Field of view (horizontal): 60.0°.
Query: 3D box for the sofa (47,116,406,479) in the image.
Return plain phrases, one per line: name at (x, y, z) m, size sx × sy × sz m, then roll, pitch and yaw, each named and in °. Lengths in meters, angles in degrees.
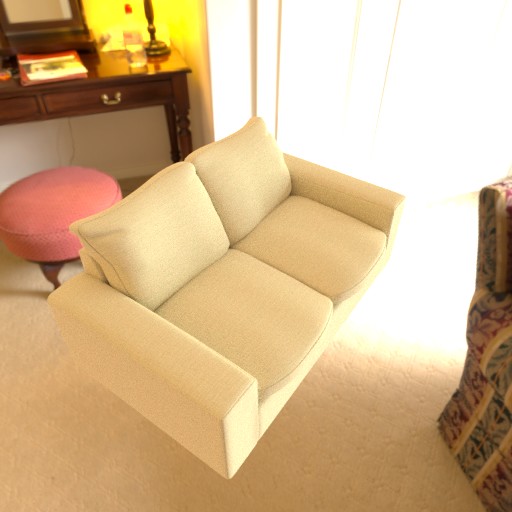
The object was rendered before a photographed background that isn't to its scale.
sofa at (0.000, 0.000, 2.362) m, size 1.091 × 0.875 × 1.754 m, roll 25°, pitch 47°, yaw 26°
